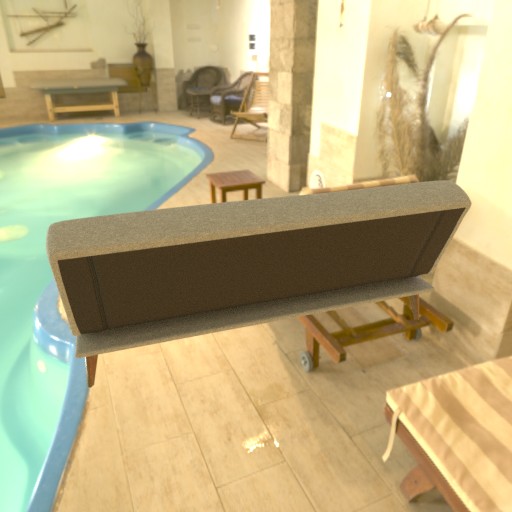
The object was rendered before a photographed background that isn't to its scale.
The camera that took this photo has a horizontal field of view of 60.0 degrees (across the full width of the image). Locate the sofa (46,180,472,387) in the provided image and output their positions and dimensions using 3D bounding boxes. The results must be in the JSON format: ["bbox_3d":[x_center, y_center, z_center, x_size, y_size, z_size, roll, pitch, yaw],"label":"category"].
[{"bbox_3d":[0.000,0.000,2.260,1.800,0.810,0.860,-8,28,-16],"label":"sofa"}]
